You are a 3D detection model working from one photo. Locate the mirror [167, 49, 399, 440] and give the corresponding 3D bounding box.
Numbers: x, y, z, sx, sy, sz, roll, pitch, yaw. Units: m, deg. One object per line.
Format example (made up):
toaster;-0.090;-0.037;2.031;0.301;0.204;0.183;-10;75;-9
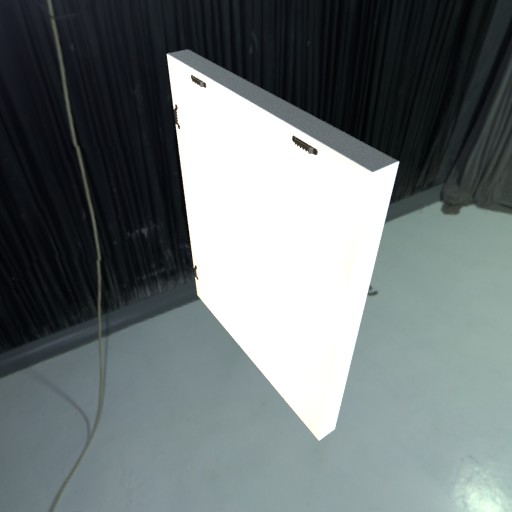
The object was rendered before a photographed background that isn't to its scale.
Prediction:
mirror;0.000;0.000;0.696;0.041;0.509;0.406;-25;47;-26
